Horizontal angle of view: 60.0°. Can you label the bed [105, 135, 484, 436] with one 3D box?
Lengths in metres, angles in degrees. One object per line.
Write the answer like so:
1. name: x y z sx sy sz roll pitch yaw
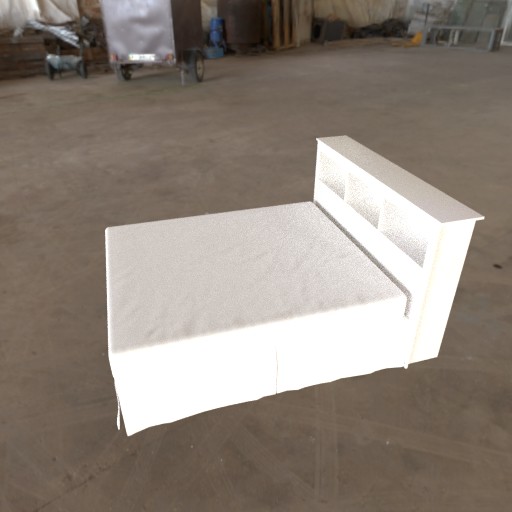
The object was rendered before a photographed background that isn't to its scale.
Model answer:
1. bed: 0.000 0.000 3.147 2.133 1.092 1.671 -9 32 -14
